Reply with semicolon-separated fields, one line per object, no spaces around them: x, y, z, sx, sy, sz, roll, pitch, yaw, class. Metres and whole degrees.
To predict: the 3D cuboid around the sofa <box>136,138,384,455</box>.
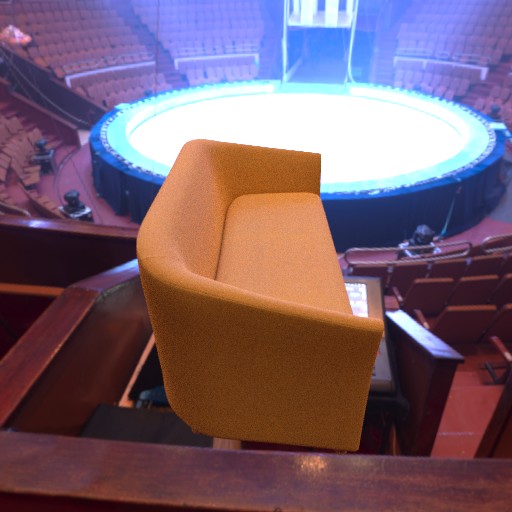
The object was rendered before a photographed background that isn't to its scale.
0.000;0.000;1.880;0.705;0.721;1.452;0;31;1;sofa
